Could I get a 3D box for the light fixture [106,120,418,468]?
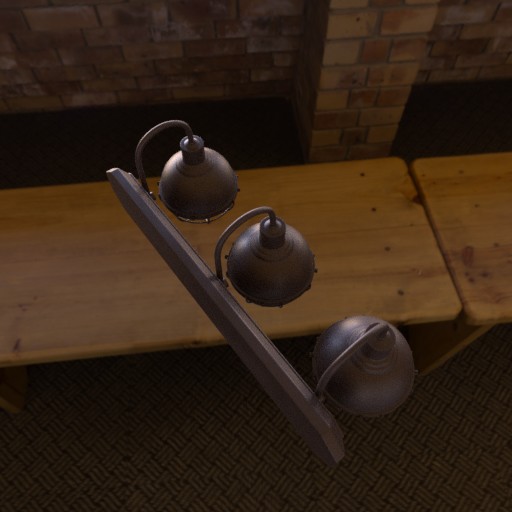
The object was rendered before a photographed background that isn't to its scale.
[{"bbox_3d":[0.000,0.000,0.747,0.229,0.254,0.634,-33,63,-19],"label":"light fixture"}]
